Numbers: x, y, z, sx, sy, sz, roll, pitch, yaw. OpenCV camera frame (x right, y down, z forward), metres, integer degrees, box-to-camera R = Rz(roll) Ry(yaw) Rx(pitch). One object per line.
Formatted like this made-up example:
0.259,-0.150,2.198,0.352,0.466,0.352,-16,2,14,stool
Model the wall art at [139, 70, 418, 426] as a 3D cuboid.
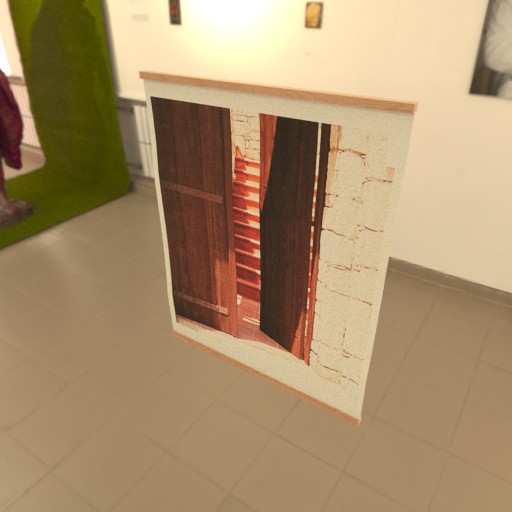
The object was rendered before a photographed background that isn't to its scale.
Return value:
0.000,0.000,0.693,0.406,0.508,0.013,19,35,28,wall art
